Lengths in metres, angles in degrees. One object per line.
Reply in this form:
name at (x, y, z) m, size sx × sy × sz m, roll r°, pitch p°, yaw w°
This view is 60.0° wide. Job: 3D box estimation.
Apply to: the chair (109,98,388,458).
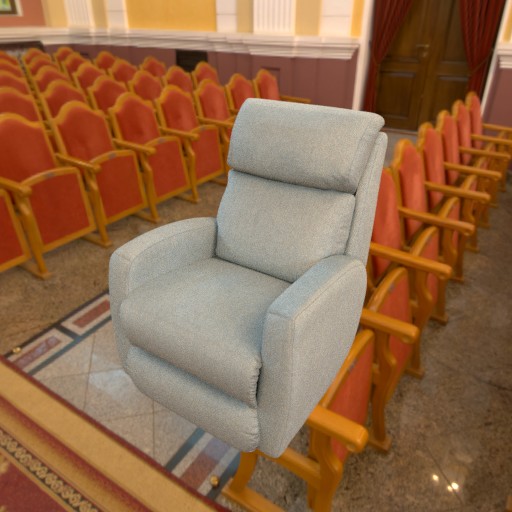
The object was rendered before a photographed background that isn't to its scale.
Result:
chair at (0.000, 0.000, 1.700) m, size 0.794 × 1.016 × 0.940 m, roll 18°, pitch 34°, yaw 29°
